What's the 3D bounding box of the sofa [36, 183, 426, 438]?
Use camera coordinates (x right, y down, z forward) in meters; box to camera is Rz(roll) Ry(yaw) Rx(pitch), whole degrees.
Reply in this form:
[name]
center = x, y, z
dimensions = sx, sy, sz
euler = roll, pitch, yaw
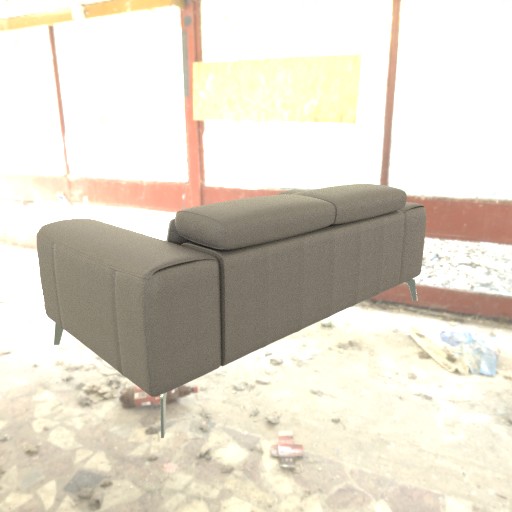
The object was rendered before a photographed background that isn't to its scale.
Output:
[sofa]
center = 0.000, 0.000, 2.411
dimensions = 1.930, 0.753, 1.024
euler = -15, 21, -42
